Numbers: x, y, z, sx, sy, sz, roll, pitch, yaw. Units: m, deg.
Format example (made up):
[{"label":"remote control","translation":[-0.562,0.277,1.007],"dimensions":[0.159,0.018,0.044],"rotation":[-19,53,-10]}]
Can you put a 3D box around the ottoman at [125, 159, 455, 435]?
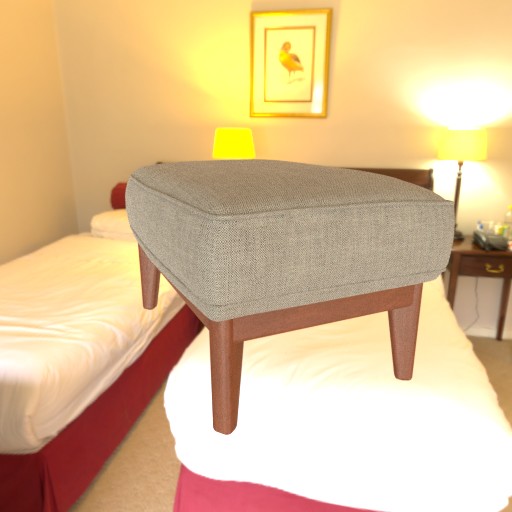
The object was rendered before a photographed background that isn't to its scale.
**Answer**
[{"label":"ottoman","translation":[0.000,0.000,1.122],"dimensions":[0.555,0.458,0.750],"rotation":[-7,17,-24]}]
